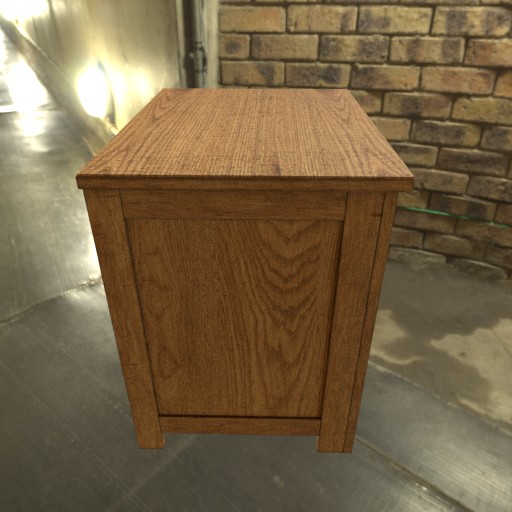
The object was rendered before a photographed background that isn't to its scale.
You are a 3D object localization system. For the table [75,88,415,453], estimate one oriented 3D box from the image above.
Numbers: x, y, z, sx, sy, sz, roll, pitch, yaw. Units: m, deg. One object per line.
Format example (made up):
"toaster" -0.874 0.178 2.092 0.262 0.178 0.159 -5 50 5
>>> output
"table" 0.000 0.000 1.028 0.494 0.625 0.601 1 31 1
